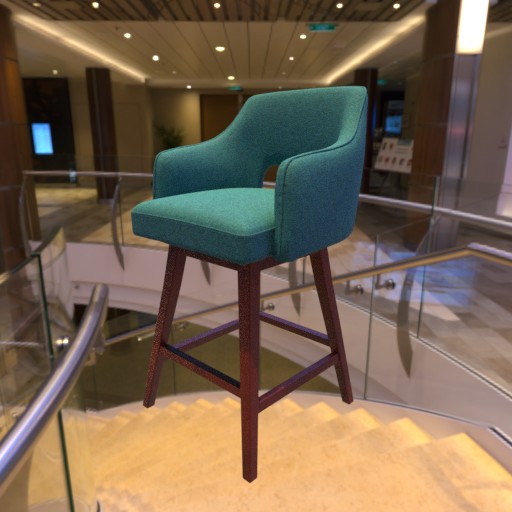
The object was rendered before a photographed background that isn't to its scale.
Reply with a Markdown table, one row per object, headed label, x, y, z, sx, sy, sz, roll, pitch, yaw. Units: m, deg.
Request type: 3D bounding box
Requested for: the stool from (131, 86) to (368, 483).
| label | x | y | z | sx | sy | sz | roll | pitch | yaw |
| --- | --- | --- | --- | --- | --- | --- | --- | --- | --- |
| stool | 0.000 | 0.000 | 1.304 | 0.548 | 0.961 | 0.556 | 14 | 21 | 41 |
